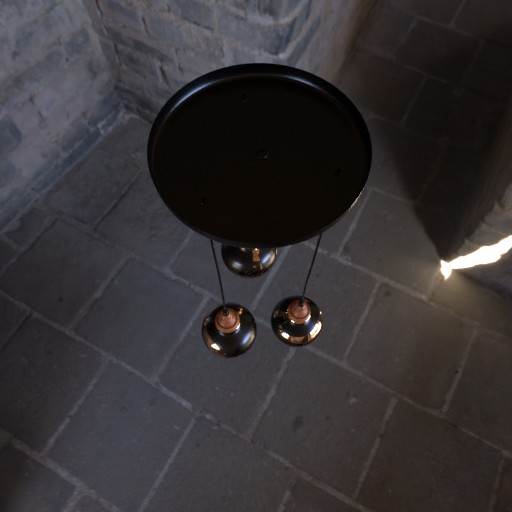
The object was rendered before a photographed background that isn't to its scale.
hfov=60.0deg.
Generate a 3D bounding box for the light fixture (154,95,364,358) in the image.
[{"bbox_3d":[0.000,0.000,1.749,0.608,1.410,0.605,-16,66,-8],"label":"light fixture"}]
